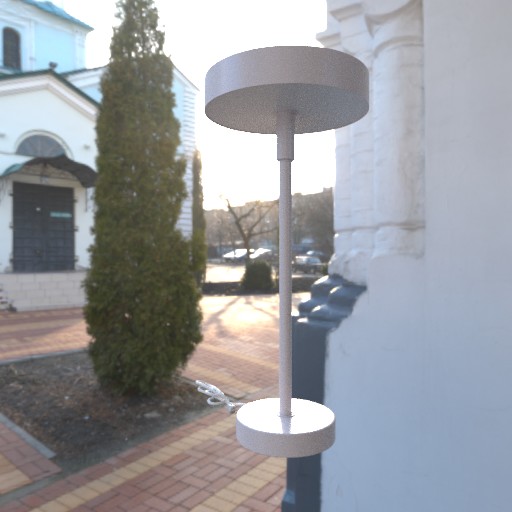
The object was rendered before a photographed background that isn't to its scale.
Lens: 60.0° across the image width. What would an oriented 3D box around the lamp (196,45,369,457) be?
[{"bbox_3d":[0.000,0.000,0.684,0.229,0.508,0.369,0,1,-36],"label":"lamp"}]
